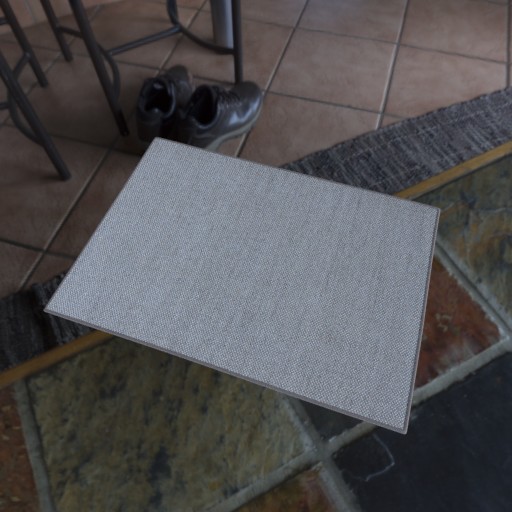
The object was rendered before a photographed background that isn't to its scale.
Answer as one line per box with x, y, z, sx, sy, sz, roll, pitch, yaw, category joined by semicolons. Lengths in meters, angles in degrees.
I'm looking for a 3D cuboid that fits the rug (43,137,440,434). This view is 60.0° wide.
0.000;0.000;2.783;2.115;0.013;1.517;16;60;10;rug
